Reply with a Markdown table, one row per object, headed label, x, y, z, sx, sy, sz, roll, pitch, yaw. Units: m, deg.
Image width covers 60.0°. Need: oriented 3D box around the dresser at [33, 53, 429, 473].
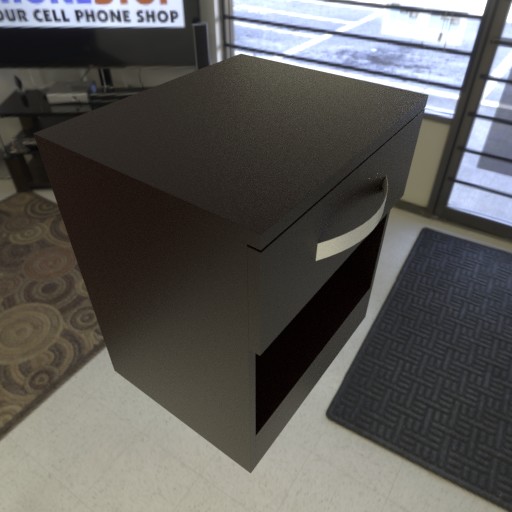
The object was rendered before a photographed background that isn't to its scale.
| label | x | y | z | sx | sy | sz | roll | pitch | yaw |
| --- | --- | --- | --- | --- | --- | --- | --- | --- | --- |
| dresser | 0.000 | 0.000 | 0.717 | 0.360 | 0.470 | 0.400 | 25 | 46 | 27 |
